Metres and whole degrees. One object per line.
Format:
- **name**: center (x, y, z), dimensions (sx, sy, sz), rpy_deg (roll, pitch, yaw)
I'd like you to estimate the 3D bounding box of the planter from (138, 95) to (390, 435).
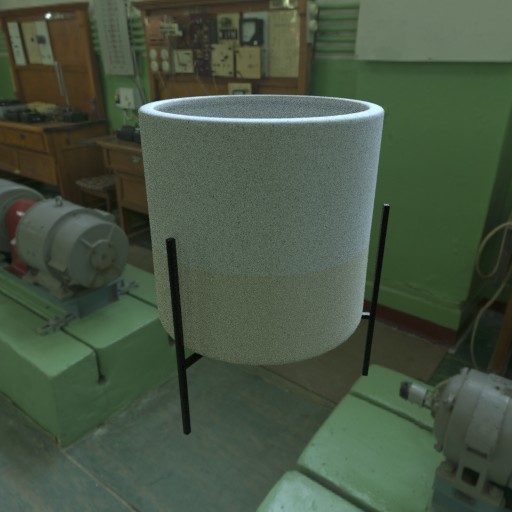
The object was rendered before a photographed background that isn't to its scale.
- **planter**: center (0.000, 0.000, 0.652), dimensions (0.313, 0.423, 0.335), rpy_deg (17, 29, 32)
